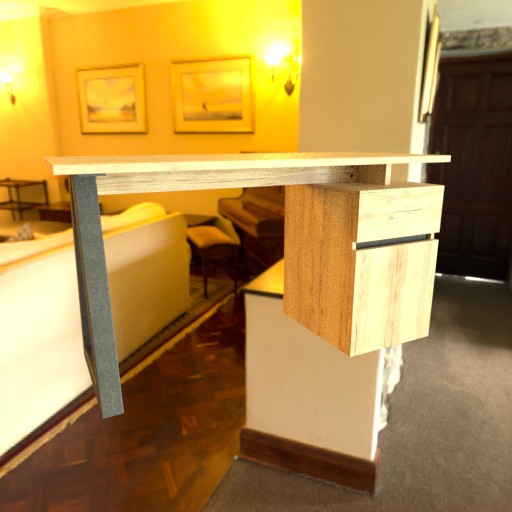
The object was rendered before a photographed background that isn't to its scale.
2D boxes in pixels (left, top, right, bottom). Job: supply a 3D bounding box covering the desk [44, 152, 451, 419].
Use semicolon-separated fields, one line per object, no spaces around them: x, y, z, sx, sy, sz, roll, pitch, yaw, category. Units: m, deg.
0.000;0.000;1.729;1.400;0.760;0.550;-7;17;-26;desk
